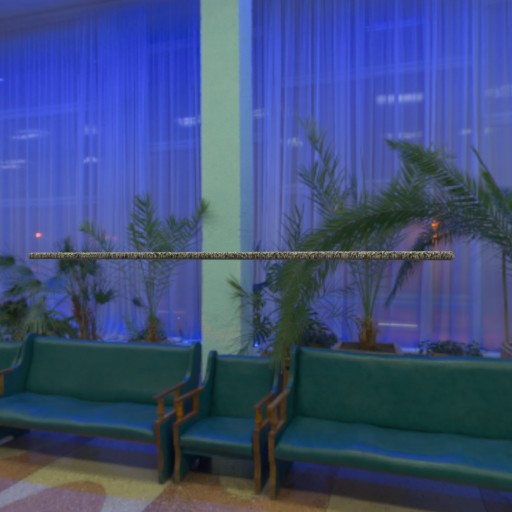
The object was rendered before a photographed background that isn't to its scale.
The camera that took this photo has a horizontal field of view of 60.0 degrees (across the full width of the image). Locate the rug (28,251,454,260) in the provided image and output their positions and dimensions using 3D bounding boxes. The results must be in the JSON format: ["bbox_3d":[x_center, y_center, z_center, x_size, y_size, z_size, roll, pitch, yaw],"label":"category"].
[{"bbox_3d":[0.000,0.000,2.287,1.778,0.030,1.219,0,0,19],"label":"rug"}]
